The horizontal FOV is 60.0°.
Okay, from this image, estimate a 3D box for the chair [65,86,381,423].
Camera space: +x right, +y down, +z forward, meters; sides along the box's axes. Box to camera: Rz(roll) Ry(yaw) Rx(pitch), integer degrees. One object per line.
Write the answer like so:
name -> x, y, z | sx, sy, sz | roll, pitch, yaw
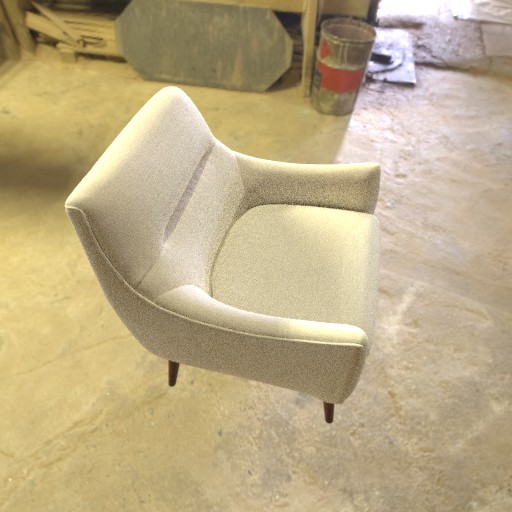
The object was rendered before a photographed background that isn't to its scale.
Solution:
chair -> 0.000, 0.000, 1.431 | 0.787, 0.838, 0.762 | 10, 48, 9
